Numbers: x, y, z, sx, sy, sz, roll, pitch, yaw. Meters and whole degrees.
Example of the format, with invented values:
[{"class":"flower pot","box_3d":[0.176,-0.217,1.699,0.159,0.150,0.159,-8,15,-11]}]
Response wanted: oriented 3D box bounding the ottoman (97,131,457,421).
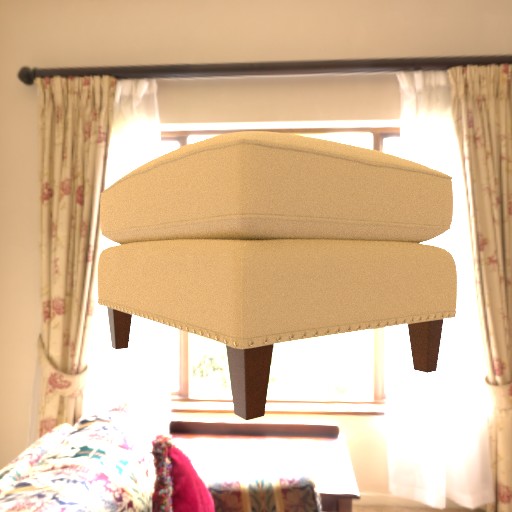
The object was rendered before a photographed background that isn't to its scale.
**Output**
[{"class":"ottoman","box_3d":[0.000,0.000,1.112,0.584,0.513,0.741,0,0,-35]}]
